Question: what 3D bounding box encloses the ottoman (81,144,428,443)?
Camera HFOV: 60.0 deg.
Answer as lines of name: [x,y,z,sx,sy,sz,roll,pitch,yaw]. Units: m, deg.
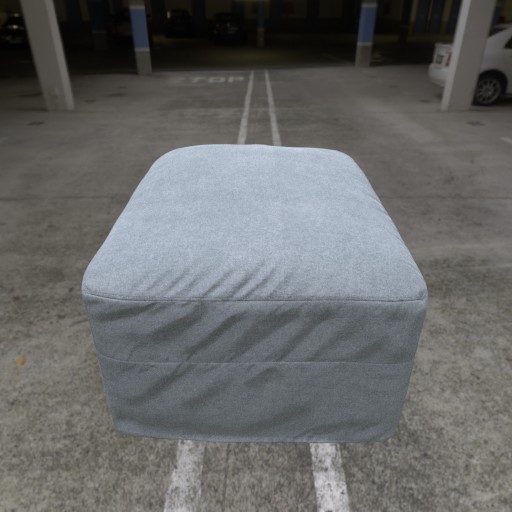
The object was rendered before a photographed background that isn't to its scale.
ottoman: [0.000,0.000,1.221,0.683,0.481,0.837,0,31,0]
